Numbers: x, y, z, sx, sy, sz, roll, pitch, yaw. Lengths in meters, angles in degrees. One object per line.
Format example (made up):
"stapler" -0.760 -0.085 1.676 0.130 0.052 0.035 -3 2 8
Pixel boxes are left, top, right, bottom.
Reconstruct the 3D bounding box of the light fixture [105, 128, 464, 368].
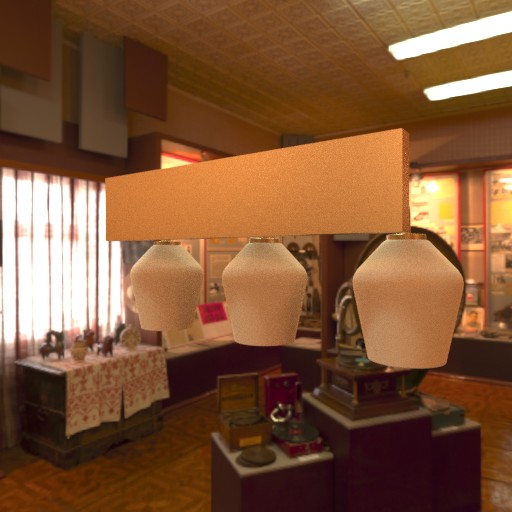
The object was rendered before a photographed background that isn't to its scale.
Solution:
"light fixture" 0.000 0.000 0.718 0.609 0.280 0.190 0 0 36
